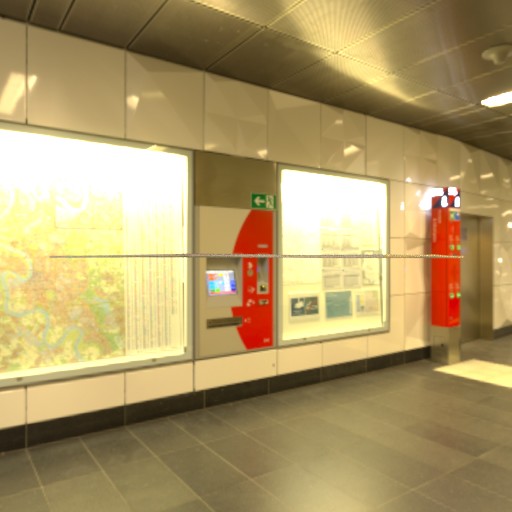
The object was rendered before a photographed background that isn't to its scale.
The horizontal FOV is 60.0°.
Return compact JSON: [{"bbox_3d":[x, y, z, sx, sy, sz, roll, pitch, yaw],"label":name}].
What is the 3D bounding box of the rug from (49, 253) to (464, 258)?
[{"bbox_3d":[0.000,0.000,2.970,2.305,0.029,1.593,0,0,35],"label":"rug"}]
